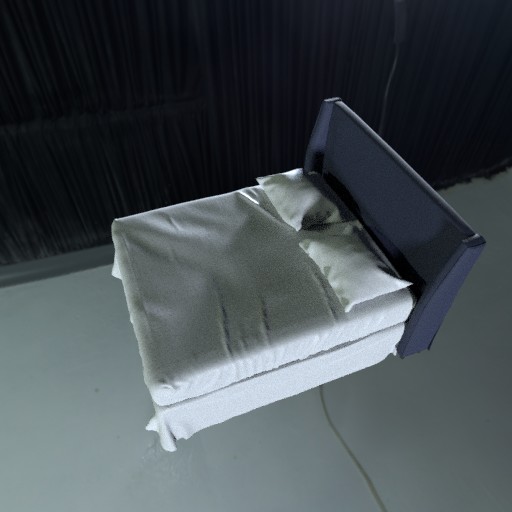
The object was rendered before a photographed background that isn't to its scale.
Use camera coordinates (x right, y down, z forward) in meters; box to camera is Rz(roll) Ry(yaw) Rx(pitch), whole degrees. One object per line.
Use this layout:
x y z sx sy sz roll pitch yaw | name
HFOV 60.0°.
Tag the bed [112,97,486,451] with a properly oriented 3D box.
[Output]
0.000 0.000 3.453 2.276 1.332 1.925 -16 50 -14 | bed
